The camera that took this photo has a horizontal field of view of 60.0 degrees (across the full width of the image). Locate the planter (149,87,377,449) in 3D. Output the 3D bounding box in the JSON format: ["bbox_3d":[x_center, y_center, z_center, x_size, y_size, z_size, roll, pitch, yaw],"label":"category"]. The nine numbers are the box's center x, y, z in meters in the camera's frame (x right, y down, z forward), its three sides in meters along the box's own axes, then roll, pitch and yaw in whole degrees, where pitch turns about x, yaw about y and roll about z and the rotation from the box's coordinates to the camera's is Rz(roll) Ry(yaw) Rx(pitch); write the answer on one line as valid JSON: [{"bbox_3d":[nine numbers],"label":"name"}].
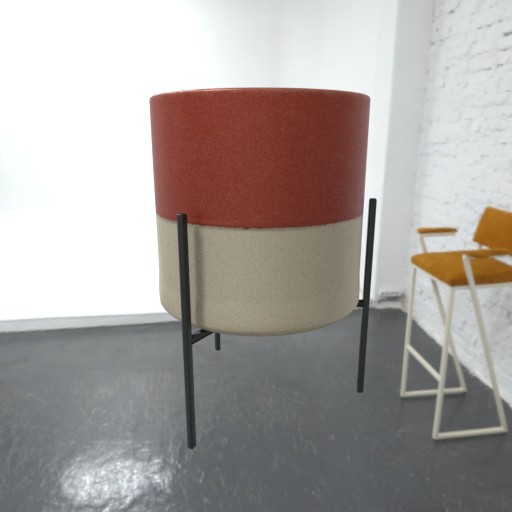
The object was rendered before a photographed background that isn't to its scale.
[{"bbox_3d":[0.000,0.000,0.530,0.235,0.354,0.251,-8,17,-27],"label":"planter"}]
